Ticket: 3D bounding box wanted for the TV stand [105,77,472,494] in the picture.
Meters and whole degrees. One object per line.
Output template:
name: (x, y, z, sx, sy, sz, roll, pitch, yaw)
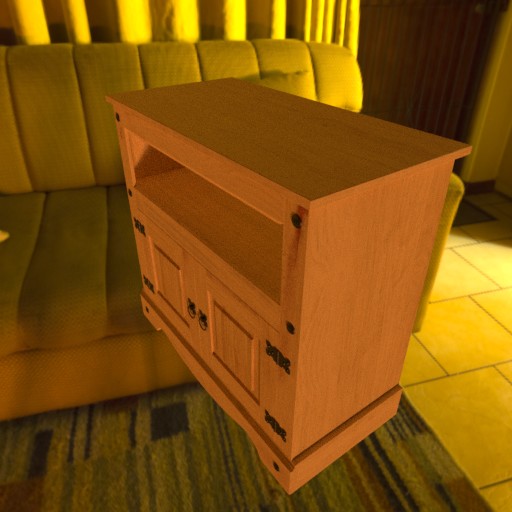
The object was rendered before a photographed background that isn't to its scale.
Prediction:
TV stand: (0.000, 0.000, 1.262, 0.430, 0.787, 0.851, -21, 38, -30)
